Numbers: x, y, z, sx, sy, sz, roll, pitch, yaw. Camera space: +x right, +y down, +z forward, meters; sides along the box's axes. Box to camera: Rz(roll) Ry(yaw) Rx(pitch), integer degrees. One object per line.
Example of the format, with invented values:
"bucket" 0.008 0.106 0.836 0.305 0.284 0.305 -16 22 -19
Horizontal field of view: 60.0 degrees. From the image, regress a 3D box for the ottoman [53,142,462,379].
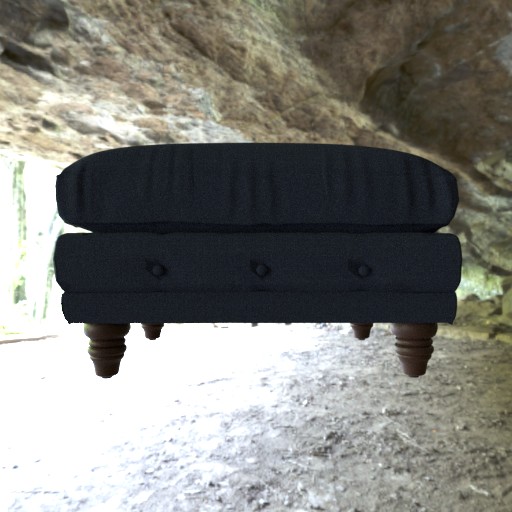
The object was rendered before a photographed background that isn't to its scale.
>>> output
"ottoman" 0.000 0.000 1.089 0.767 0.486 0.558 0 -1 -1
